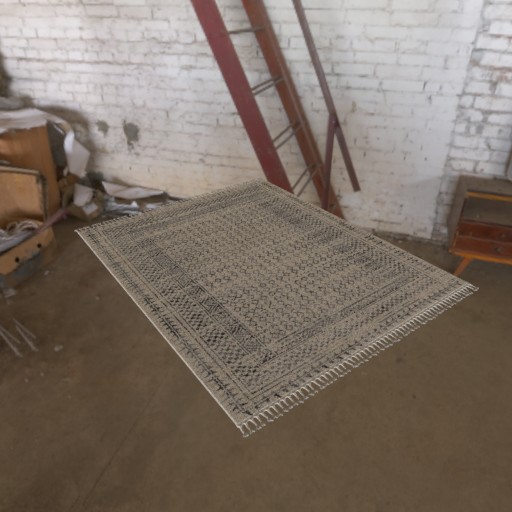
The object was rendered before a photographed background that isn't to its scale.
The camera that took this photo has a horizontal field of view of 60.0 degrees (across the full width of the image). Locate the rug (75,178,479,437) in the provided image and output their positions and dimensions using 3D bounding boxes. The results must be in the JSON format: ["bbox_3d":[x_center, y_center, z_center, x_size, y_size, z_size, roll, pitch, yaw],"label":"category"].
[{"bbox_3d":[0.000,0.000,3.963,2.312,0.013,2.940,-21,38,-30],"label":"rug"}]
